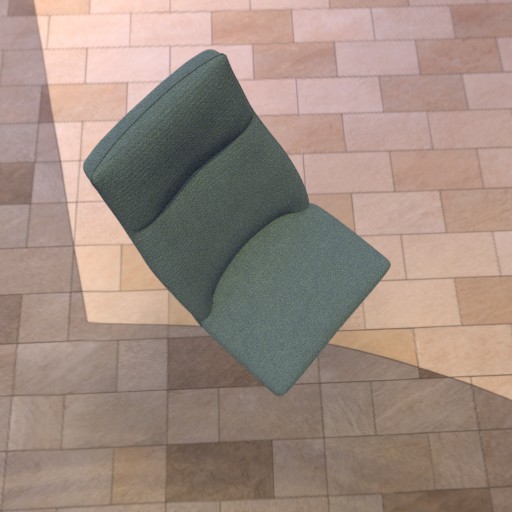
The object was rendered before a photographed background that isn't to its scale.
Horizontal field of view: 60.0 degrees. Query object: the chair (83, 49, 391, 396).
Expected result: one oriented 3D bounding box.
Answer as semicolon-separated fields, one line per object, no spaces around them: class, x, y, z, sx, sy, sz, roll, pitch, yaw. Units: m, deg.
chair;0.000;0.000;1.256;0.620;0.930;0.500;41;79;10
